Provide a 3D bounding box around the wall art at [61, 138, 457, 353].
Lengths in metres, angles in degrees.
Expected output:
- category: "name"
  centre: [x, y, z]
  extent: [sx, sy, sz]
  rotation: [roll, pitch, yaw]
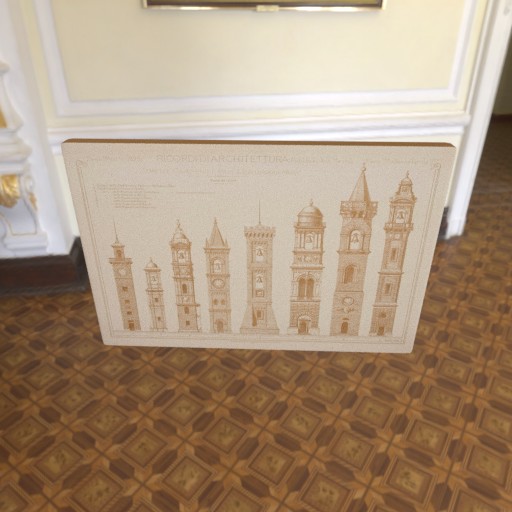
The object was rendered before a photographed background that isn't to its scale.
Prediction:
- category: "wall art"
  centre: [0.000, 0.000, 0.493]
  extent: [0.380, 0.254, 0.019]
  rotation: [1, 29, 2]
